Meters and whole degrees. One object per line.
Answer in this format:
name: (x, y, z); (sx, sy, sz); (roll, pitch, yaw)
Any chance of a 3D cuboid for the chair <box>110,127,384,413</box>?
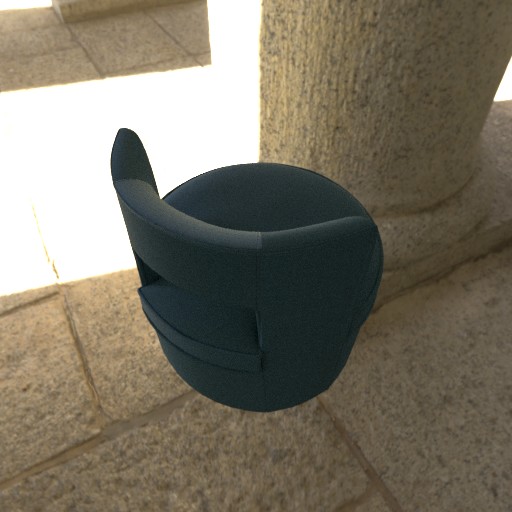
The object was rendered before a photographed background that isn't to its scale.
chair: (0.000, 0.000, 1.236); (0.684, 0.711, 0.660); (24, 52, 21)
